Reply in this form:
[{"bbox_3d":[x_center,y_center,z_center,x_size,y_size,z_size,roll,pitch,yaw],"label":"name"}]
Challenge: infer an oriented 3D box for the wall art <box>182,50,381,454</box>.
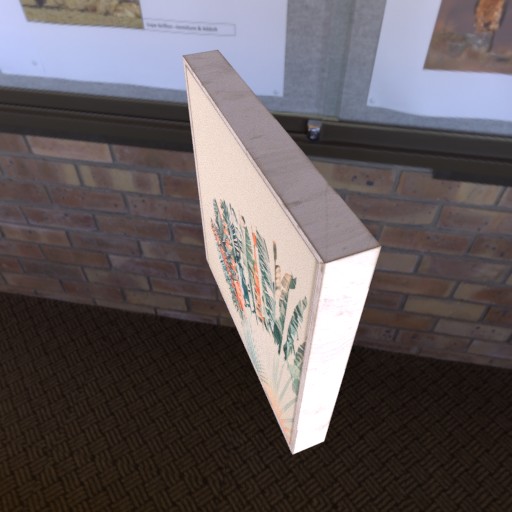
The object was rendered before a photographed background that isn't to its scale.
[{"bbox_3d":[0.000,0.000,0.465,0.038,0.303,0.305,-16,49,-15],"label":"wall art"}]
